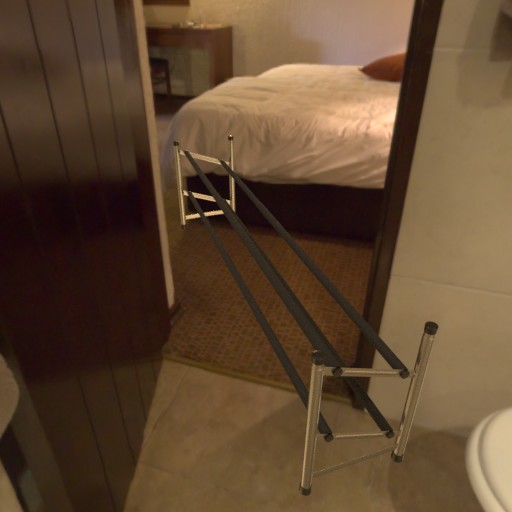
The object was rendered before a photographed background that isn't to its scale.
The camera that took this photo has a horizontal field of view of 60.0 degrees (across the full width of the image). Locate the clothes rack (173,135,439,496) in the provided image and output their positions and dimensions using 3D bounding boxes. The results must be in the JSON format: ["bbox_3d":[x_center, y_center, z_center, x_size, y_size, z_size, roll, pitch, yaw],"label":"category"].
[{"bbox_3d":[0.000,0.000,1.246,0.229,0.349,1.168,-10,33,-17],"label":"clothes rack"}]
